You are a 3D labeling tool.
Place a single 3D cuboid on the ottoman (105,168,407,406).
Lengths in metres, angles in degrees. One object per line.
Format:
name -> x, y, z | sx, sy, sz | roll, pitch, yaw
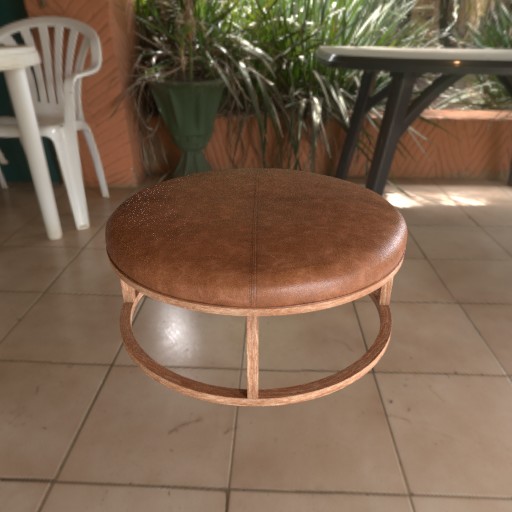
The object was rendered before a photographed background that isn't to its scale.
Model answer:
ottoman -> 0.000, 0.000, 1.592 | 1.006, 0.445, 1.006 | 0, 27, 0
